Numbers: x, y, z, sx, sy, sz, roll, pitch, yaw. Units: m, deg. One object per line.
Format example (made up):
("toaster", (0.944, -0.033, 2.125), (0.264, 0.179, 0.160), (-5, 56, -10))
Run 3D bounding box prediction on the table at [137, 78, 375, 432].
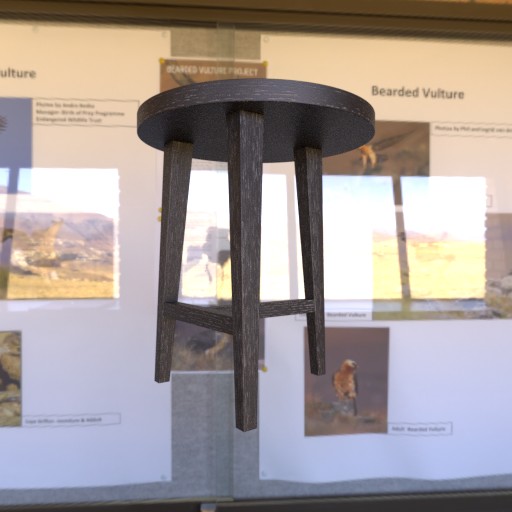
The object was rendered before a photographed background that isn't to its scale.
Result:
("table", (0.000, 0.000, 0.770), (0.399, 0.460, 0.399), (0, 0, 0))
